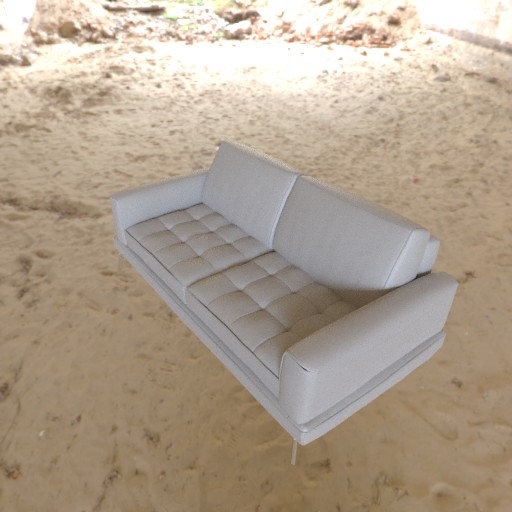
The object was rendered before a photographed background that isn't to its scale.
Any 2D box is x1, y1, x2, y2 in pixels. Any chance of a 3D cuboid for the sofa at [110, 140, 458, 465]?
[{"bbox_3d":[0.000,0.000,2.798,1.121,0.930,2.177,-22,39,-30],"label":"sofa"}]
